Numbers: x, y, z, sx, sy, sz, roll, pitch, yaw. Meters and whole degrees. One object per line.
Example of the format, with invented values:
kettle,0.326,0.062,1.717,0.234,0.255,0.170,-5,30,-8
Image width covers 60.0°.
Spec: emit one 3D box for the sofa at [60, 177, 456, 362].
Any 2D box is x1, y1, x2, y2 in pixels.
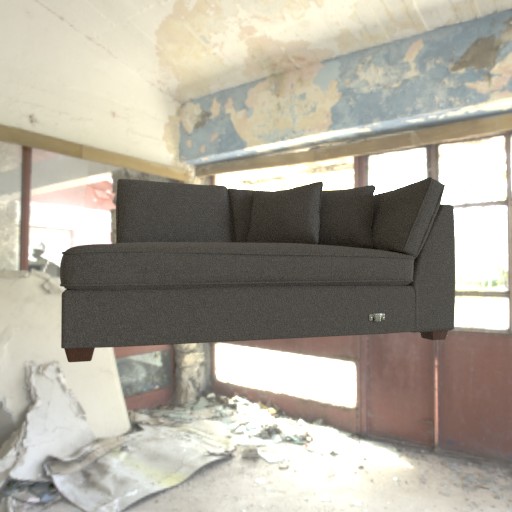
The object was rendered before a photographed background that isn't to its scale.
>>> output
sofa,0.000,0.000,2.841,2.237,1.033,1.110,1,-2,-18
